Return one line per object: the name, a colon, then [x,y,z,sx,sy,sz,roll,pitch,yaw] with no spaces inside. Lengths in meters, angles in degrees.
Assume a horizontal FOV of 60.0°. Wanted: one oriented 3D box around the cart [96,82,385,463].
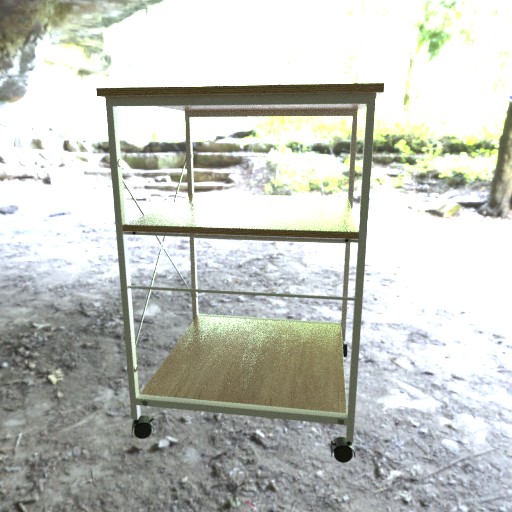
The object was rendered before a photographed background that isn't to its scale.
cart: [0.000,0.000,1.128,0.520,0.762,0.521,2,15,9]
